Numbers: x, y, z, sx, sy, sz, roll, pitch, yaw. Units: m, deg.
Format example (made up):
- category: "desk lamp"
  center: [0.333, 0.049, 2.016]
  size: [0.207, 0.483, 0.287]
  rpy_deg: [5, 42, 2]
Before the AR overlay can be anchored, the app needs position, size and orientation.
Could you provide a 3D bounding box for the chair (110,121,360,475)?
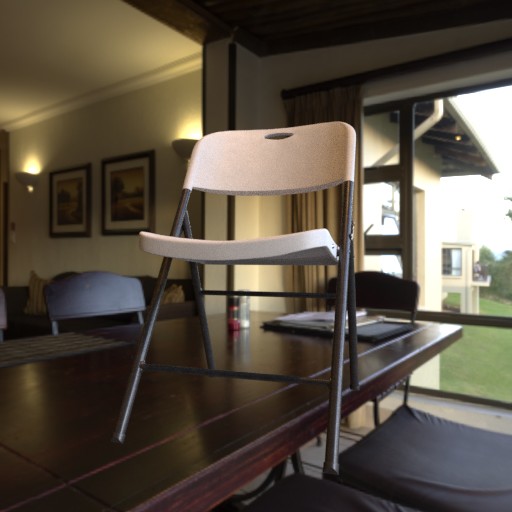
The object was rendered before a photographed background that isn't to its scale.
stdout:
- category: "chair"
  center: [0.000, 0.000, 1.155]
  size: [0.494, 0.810, 0.566]
  rpy_deg: [0, 0, 17]
